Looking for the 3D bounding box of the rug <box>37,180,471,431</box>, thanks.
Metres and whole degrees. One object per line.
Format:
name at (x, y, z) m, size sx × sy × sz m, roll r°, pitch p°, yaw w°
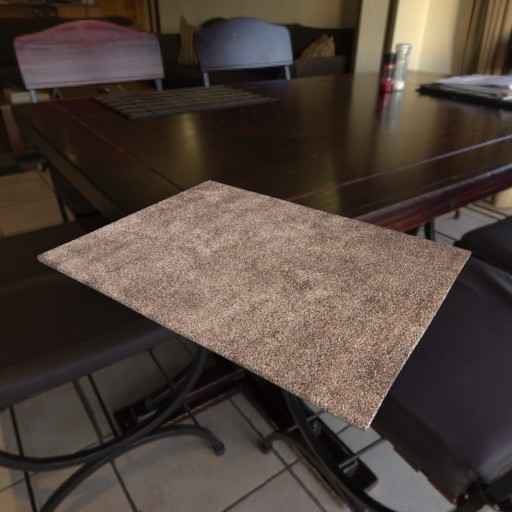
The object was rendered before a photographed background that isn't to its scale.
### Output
rug at (0.000, 0.000, 2.040) m, size 1.601 × 0.025 × 1.198 m, roll 20°, pitch 36°, yaw 30°
